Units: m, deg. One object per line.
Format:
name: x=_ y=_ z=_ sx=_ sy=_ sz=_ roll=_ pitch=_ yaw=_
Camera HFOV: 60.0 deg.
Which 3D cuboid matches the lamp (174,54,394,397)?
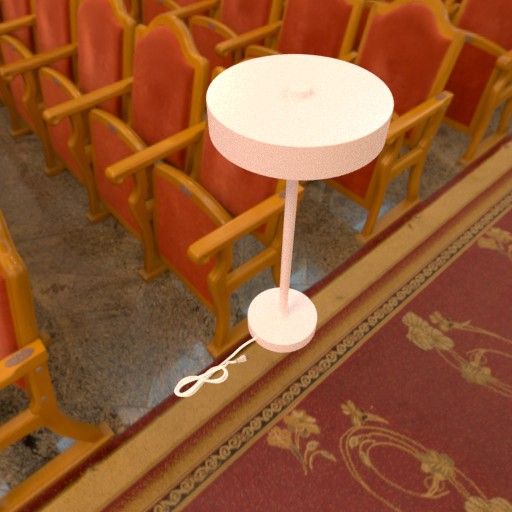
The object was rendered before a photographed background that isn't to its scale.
lamp: x=0.000 y=0.000 z=0.695 sx=0.369 sy=0.508 sz=0.229 roll=-33 pitch=55 yaw=-26
